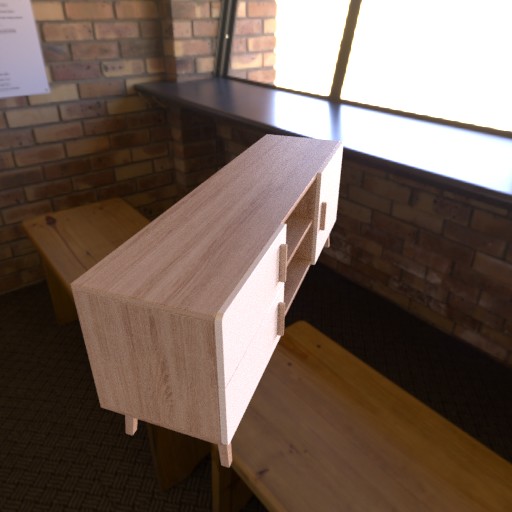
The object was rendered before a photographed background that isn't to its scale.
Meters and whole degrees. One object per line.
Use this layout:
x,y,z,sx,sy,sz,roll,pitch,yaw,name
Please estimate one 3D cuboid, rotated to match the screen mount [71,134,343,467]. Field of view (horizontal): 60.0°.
0.000,0.000,1.768,0.420,0.570,1.500,10,31,17,screen mount
